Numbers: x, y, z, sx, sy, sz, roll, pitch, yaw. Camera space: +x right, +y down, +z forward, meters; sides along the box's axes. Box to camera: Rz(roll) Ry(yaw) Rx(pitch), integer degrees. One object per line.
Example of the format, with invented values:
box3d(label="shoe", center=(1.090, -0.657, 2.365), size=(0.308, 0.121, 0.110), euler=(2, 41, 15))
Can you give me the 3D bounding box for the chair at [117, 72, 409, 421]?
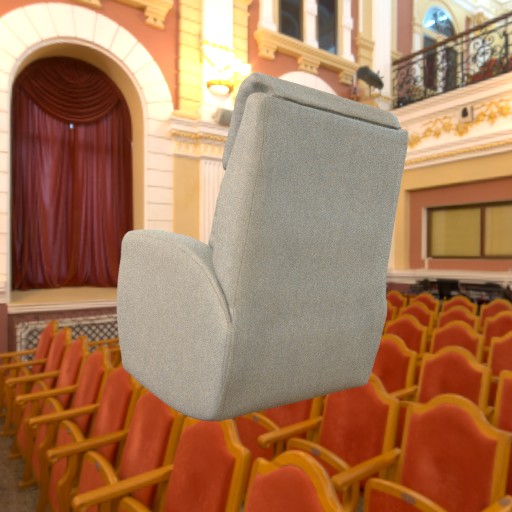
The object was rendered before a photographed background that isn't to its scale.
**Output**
box3d(label="chair", center=(0.000, 0.000, 1.662), size=(0.794, 1.016, 0.940), euler=(0, 0, -36))
